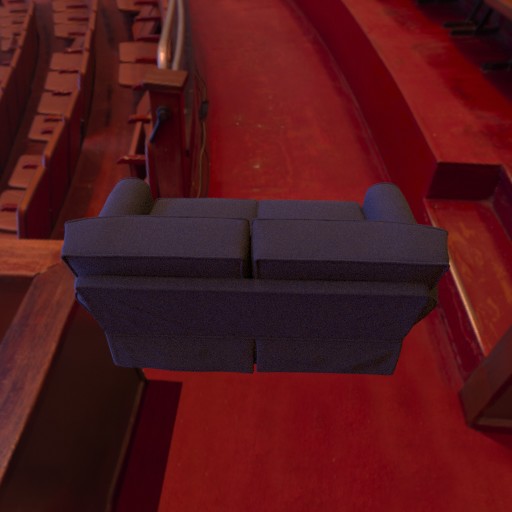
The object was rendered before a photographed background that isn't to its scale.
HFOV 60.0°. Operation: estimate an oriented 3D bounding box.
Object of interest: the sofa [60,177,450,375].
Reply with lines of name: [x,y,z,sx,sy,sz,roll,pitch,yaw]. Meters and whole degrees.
sofa: [0.000,0.000,2.460,1.801,1.059,0.997,1,45,1]
